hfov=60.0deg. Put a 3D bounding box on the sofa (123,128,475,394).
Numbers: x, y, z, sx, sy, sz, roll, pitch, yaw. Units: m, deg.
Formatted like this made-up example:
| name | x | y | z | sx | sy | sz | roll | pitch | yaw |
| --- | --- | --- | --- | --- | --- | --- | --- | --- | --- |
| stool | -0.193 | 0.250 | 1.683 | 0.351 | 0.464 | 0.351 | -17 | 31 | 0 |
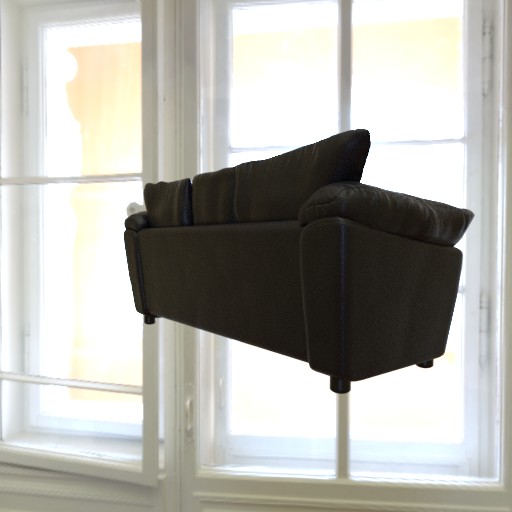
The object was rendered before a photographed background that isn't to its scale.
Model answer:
| name | x | y | z | sx | sy | sz | roll | pitch | yaw |
| --- | --- | --- | --- | --- | --- | --- | --- | --- | --- |
| sofa | 0.000 | 0.000 | 2.764 | 0.880 | 1.073 | 2.336 | -1 | 2 | -37 |
